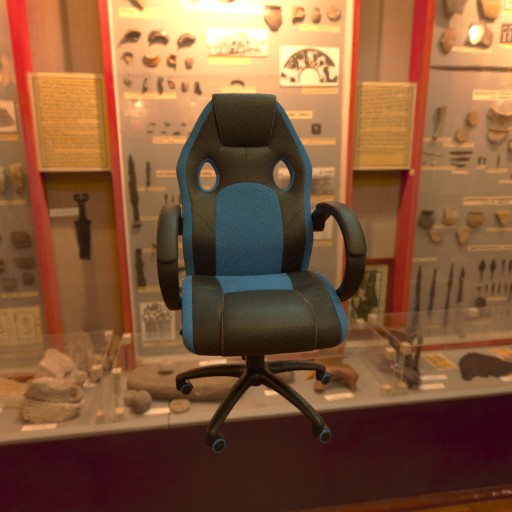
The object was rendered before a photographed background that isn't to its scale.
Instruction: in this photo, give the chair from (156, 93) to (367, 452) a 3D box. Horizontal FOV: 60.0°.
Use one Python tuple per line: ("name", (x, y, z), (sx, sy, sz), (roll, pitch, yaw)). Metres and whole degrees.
("chair", (0.000, 0.000, 1.627), (0.673, 1.187, 0.724), (-2, 15, -8))
